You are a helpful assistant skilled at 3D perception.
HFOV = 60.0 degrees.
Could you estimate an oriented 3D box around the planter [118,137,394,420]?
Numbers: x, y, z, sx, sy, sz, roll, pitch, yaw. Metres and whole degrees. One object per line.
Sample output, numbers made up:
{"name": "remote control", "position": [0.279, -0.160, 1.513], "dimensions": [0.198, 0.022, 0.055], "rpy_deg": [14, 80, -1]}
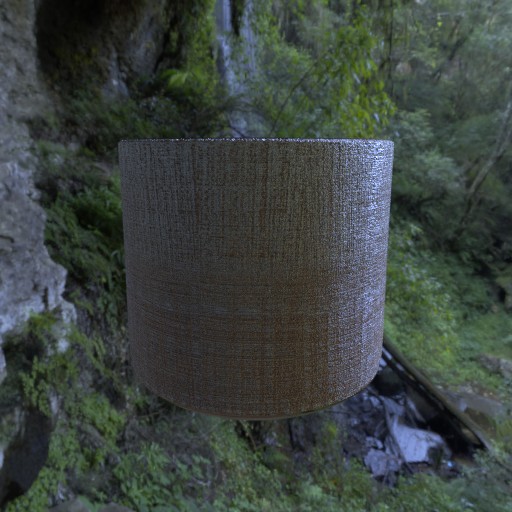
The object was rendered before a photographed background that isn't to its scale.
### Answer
{"name": "planter", "position": [0.000, 0.000, 0.190], "dimensions": [0.109, 0.096, 0.109], "rpy_deg": [0, 14, 0]}
